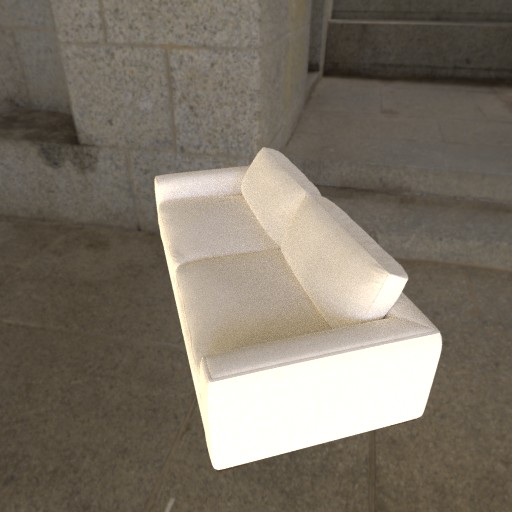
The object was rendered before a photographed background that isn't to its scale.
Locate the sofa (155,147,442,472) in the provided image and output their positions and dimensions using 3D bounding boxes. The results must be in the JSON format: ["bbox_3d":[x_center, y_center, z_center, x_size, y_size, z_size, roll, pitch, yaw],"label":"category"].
[{"bbox_3d":[0.000,0.000,2.767,1.070,0.801,2.262,-9,32,-14],"label":"sofa"}]
